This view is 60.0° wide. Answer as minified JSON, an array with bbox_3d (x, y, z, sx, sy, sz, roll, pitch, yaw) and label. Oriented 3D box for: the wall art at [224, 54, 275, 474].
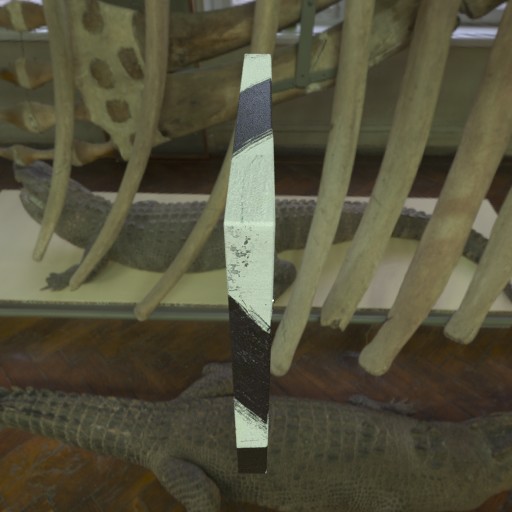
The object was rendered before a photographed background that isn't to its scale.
[{"bbox_3d":[0.000,0.000,0.752,0.050,0.508,0.507,1,40,1],"label":"wall art"}]
